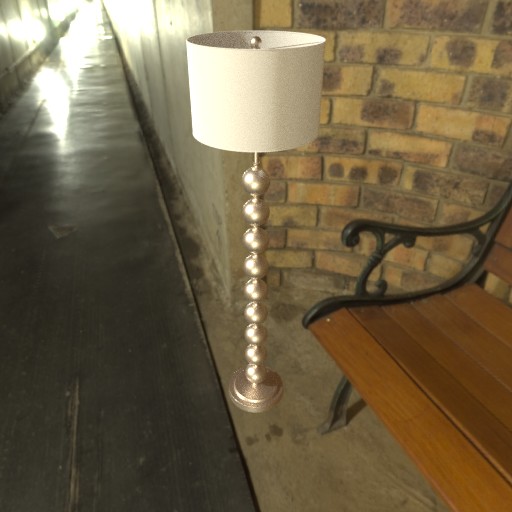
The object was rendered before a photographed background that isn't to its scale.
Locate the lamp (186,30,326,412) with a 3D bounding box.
[{"bbox_3d":[0.000,0.000,1.648,0.394,1.474,0.394,21,38,29],"label":"lamp"}]
